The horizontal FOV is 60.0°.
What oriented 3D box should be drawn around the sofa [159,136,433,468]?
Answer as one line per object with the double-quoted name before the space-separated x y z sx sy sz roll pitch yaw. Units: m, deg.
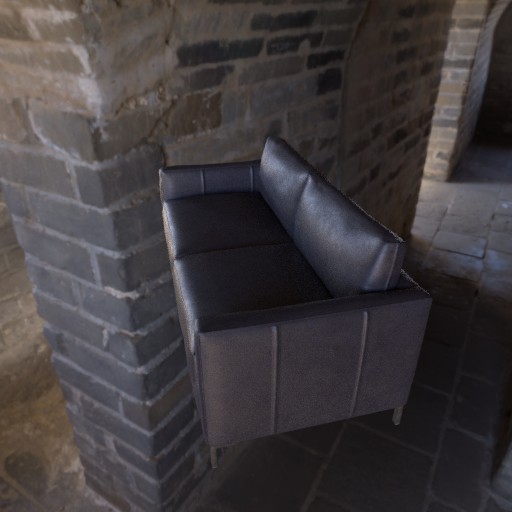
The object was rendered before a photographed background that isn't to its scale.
"sofa" 0.000 0.000 2.348 0.947 0.883 1.805 -8 30 -15
